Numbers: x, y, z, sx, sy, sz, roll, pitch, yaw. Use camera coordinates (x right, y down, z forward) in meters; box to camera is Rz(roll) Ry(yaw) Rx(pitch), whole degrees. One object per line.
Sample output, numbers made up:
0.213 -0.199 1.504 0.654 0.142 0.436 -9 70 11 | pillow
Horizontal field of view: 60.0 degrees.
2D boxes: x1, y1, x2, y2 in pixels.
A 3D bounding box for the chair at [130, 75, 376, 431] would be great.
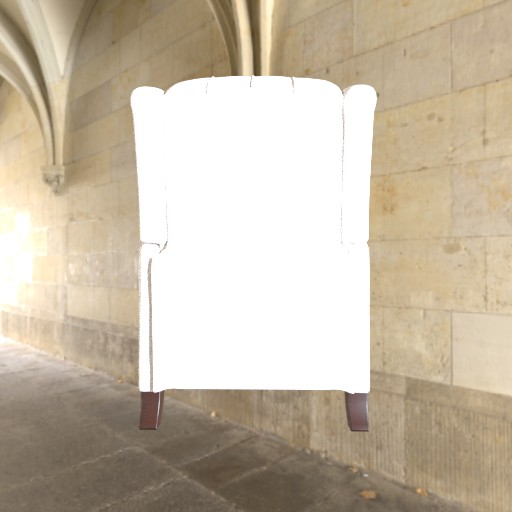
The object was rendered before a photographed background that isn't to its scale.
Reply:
0.000 0.000 1.632 0.742 1.035 0.902 0 -2 1 | chair
